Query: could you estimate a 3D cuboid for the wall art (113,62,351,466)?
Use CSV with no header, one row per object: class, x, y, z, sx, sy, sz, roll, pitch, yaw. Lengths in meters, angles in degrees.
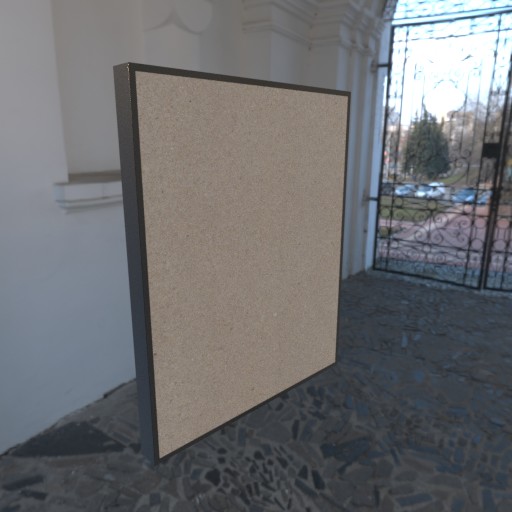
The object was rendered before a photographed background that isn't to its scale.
wall art,0.000,0.000,0.746,0.448,0.551,0.038,-13,19,-42
